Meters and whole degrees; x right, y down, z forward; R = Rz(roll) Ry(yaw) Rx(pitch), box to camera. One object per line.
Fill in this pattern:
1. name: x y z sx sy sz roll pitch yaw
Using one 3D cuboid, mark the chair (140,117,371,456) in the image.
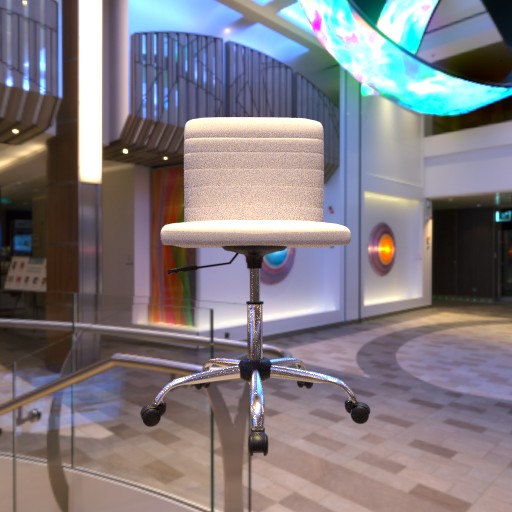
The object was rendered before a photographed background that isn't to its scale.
1. chair: 0.000 0.000 1.042 0.520 0.750 0.455 0 1 -1
